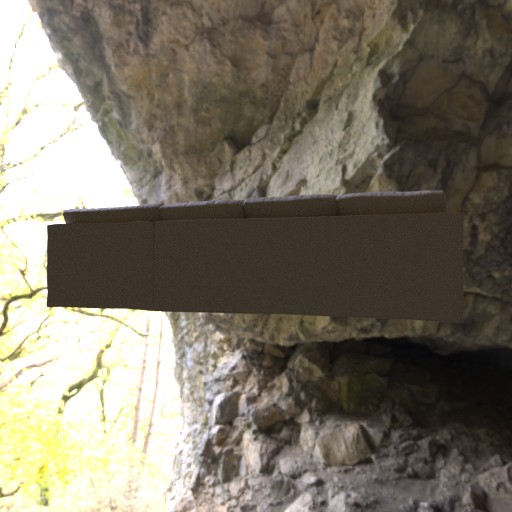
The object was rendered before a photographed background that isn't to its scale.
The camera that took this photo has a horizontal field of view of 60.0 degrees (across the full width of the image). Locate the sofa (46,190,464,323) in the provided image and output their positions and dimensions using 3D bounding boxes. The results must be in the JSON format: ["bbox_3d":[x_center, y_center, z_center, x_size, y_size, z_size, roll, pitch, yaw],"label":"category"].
[{"bbox_3d":[0.000,0.000,3.964,3.206,0.871,1.622,0,-1,17],"label":"sofa"}]
